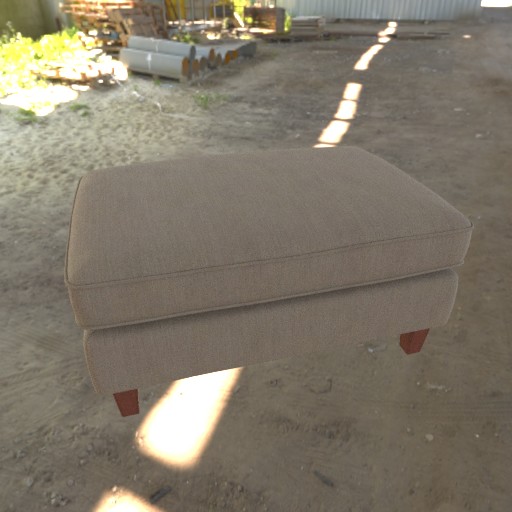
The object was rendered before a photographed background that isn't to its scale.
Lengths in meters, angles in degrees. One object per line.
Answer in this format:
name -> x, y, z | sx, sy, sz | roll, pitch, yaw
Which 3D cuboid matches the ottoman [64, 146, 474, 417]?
ottoman -> 0.000, 0.000, 1.281 | 0.941, 0.480, 0.636 | -8, 32, -13
